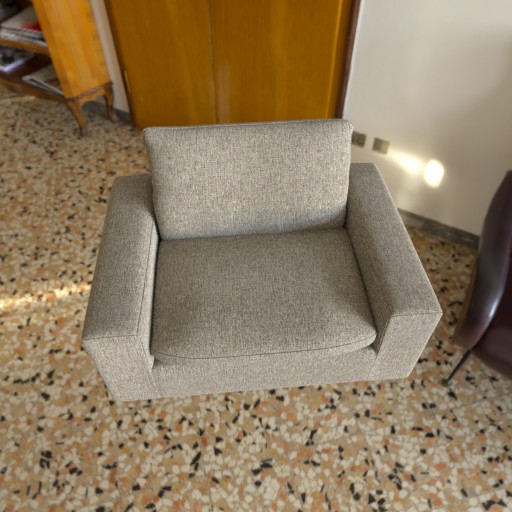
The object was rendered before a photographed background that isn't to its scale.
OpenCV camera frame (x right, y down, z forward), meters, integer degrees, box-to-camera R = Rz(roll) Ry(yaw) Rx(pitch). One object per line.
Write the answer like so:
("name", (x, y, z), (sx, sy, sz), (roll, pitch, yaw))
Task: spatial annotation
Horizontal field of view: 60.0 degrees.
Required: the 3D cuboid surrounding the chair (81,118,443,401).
("chair", (0.000, 0.000, 2.062), (1.398, 0.915, 1.039), (-4, 48, -3))
